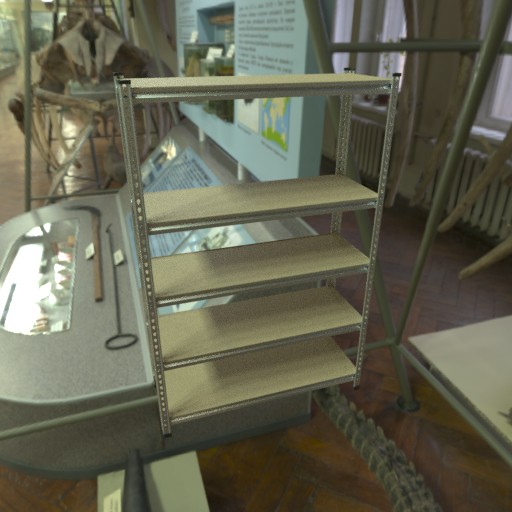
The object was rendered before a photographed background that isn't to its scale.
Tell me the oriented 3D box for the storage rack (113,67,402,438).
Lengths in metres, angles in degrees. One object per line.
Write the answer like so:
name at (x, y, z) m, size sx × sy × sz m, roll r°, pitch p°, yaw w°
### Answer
storage rack at (0.000, 0.000, 2.389) m, size 1.219 × 1.829 × 0.457 m, roll -8°, pitch 27°, yaw -16°
